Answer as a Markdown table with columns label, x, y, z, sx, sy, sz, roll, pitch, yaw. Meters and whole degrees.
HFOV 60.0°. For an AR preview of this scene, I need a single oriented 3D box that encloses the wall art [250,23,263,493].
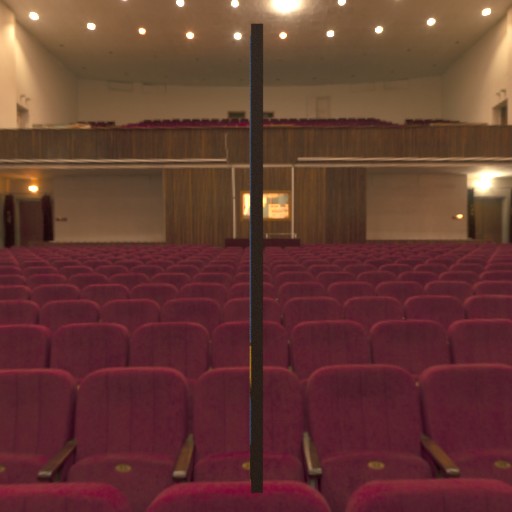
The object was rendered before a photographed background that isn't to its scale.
| label | x | y | z | sx | sy | sz | roll | pitch | yaw |
| --- | --- | --- | --- | --- | --- | --- | --- | --- | --- |
| wall art | 0.000 | 0.000 | 0.661 | 0.013 | 0.457 | 0.458 | 0 | 1 | 0 |
